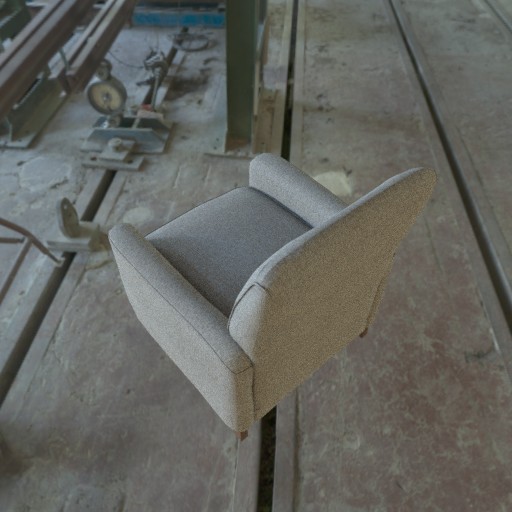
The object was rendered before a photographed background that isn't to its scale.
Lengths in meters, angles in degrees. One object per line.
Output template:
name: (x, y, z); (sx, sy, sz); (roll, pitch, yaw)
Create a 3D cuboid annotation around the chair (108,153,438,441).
chair: (0.000, 0.000, 1.683); (0.848, 1.014, 0.864); (-32, 54, -27)
